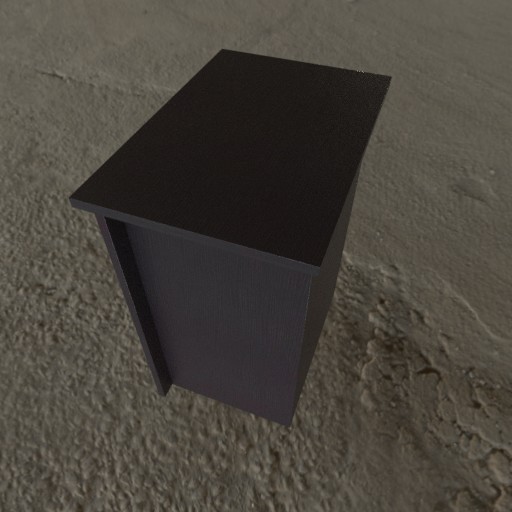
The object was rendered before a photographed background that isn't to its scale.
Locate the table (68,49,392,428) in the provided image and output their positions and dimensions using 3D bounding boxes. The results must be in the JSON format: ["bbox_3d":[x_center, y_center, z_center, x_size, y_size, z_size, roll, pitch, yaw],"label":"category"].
[{"bbox_3d":[0.000,0.000,1.087,0.408,0.711,0.589,16,49,14],"label":"table"}]
